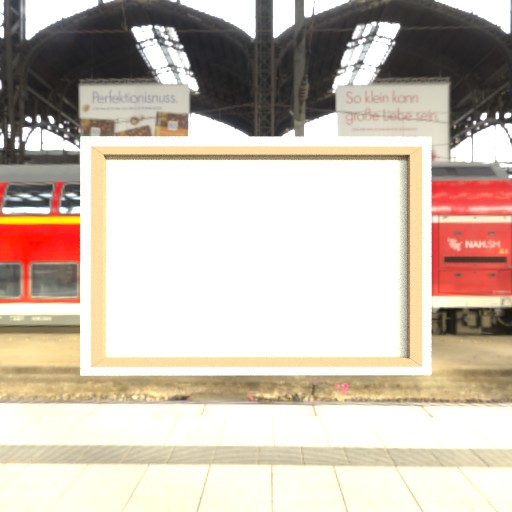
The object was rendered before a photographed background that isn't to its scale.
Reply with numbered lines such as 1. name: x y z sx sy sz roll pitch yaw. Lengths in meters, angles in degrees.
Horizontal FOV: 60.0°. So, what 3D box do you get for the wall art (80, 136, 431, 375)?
1. wall art: 0.000 0.000 0.789 0.608 0.414 0.042 0 0 0
